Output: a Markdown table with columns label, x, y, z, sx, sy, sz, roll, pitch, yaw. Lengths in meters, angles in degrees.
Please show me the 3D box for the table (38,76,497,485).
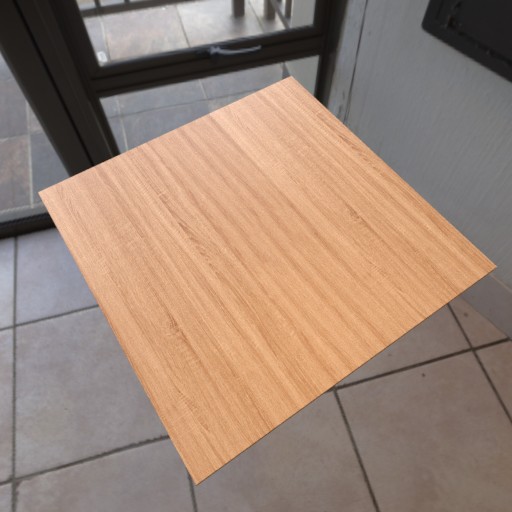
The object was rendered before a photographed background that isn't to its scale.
| label | x | y | z | sx | sy | sz | roll | pitch | yaw |
| --- | --- | --- | --- | --- | --- | --- | --- | --- | --- |
| table | 0.000 | 0.000 | 1.327 | 0.890 | 0.305 | 0.890 | -30 | 64 | -16 |
